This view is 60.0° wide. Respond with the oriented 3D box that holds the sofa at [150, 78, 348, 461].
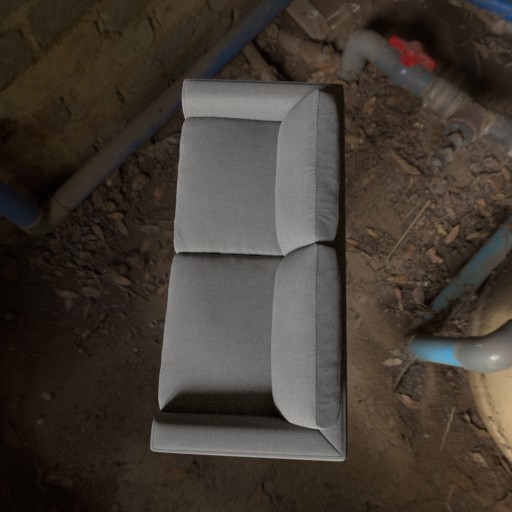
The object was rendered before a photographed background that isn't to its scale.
[{"bbox_3d":[0.000,0.000,2.719,1.070,0.801,2.262,2,76,1],"label":"sofa"}]
